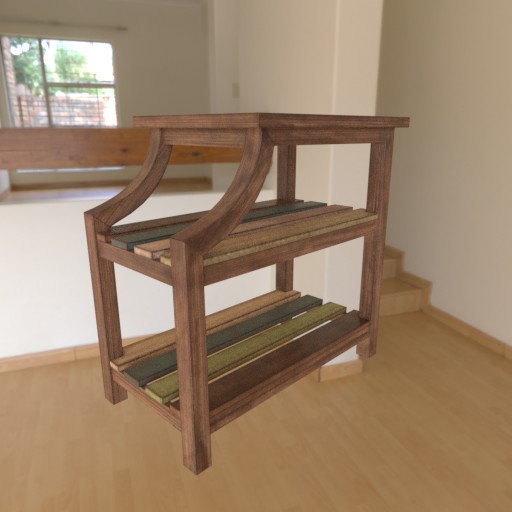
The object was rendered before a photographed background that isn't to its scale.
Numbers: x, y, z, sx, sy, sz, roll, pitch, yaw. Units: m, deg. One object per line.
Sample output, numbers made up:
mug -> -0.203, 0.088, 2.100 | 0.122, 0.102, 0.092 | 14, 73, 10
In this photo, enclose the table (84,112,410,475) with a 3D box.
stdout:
table -> 0.000, 0.000, 0.971 | 0.356, 0.584, 0.609 | 15, 22, 42
